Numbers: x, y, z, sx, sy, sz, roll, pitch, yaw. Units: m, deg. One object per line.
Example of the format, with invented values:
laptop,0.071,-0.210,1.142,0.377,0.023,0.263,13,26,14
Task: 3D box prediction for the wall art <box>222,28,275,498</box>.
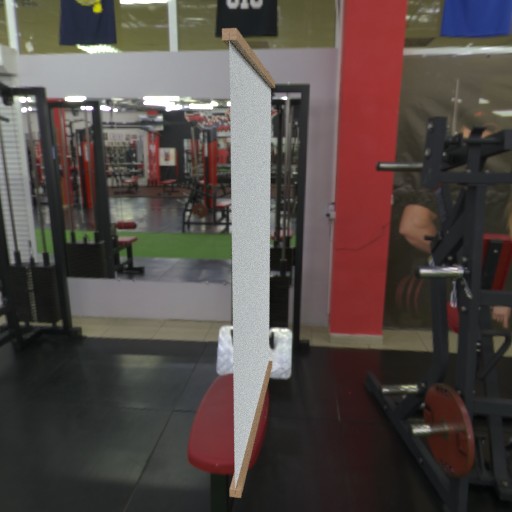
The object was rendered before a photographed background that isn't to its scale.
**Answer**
wall art,0.000,0.000,0.628,0.013,0.510,0.335,2,14,8
